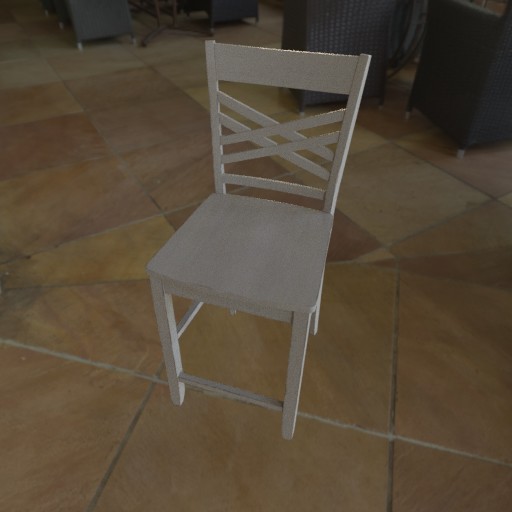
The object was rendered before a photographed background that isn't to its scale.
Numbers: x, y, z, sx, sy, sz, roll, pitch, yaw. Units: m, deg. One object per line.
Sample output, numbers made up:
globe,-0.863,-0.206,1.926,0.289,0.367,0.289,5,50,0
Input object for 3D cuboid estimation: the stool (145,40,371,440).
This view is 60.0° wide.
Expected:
stool,0.000,0.000,1.360,0.462,1.079,0.539,12,41,14
